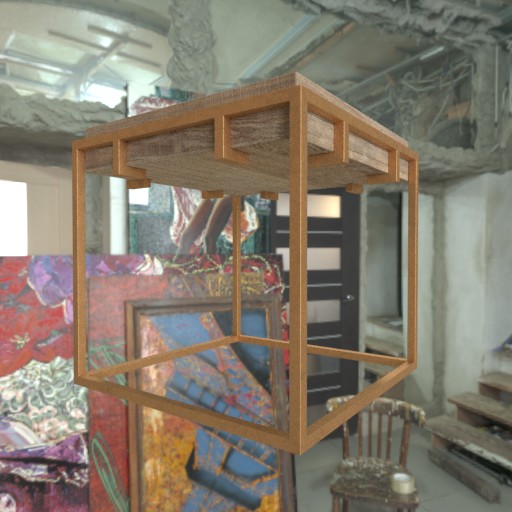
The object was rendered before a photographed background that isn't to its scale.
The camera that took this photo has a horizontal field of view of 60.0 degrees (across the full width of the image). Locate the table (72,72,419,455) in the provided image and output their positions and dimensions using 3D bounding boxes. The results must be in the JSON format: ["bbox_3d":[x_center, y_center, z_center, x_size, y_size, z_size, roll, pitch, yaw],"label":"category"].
[{"bbox_3d":[0.000,0.000,1.078,0.599,0.584,0.599,1,1,36],"label":"table"}]
